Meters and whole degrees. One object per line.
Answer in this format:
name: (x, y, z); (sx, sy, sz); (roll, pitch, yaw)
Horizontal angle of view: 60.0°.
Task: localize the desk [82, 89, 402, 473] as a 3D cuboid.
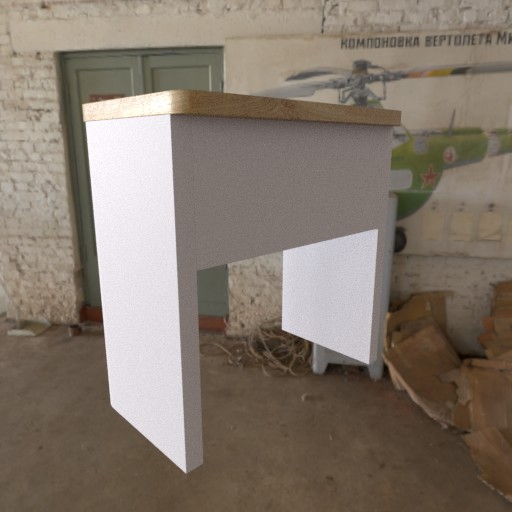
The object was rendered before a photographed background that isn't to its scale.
desk: (0.000, 0.000, 1.247); (0.760, 0.790, 0.440); (-13, 19, -42)
